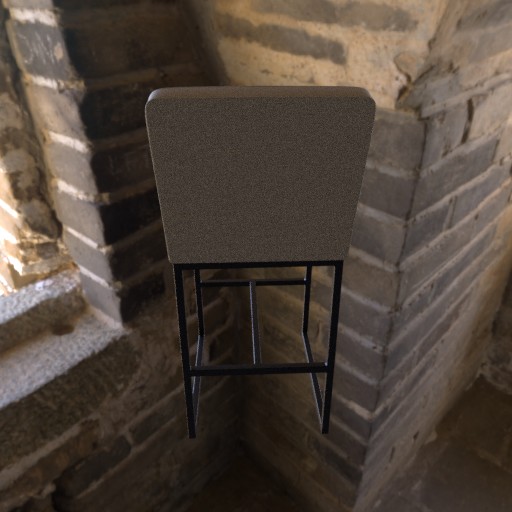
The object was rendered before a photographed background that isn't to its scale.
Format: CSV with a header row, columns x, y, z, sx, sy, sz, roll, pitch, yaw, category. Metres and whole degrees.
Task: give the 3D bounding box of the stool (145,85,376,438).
x,y,z,sx,sy,sz,roll,pitch,yaw,category
0.000,0.000,1.336,0.460,1.040,0.560,-1,30,-2,stool
